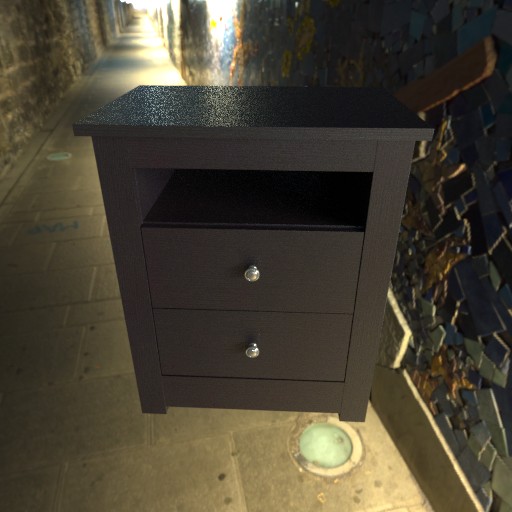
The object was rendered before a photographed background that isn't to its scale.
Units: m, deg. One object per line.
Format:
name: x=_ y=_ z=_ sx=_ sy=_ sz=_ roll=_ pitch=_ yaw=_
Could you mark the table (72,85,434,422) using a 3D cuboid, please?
table: x=0.000 y=0.000 z=1.069 sx=0.589 sy=0.711 sz=0.408 roll=1 pitch=30 yaw=2
